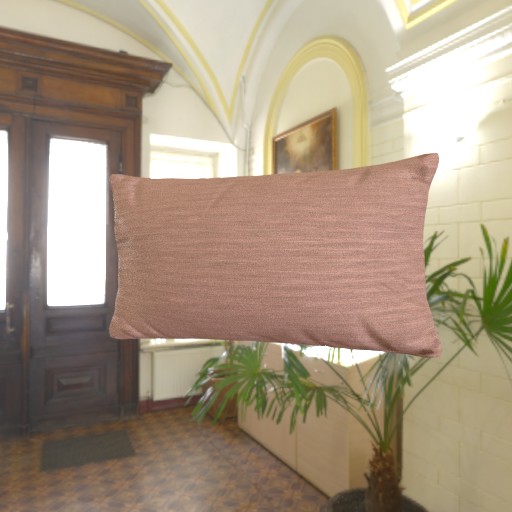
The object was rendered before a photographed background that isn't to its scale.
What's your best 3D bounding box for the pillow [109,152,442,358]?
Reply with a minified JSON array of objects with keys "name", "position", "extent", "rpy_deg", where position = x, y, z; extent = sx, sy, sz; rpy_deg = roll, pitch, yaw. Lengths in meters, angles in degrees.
[{"name":"pillow","position":[0.000,0.000,0.812],"extent":[0.633,0.338,0.210],"rpy_deg":[0,-1,17]}]
